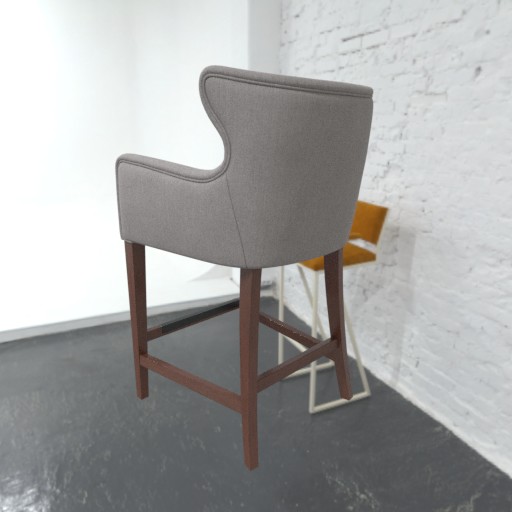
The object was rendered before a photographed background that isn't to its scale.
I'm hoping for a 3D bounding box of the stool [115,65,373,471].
[{"bbox_3d":[0.000,0.000,1.291,0.575,0.951,0.575,-15,21,-43],"label":"stool"}]
